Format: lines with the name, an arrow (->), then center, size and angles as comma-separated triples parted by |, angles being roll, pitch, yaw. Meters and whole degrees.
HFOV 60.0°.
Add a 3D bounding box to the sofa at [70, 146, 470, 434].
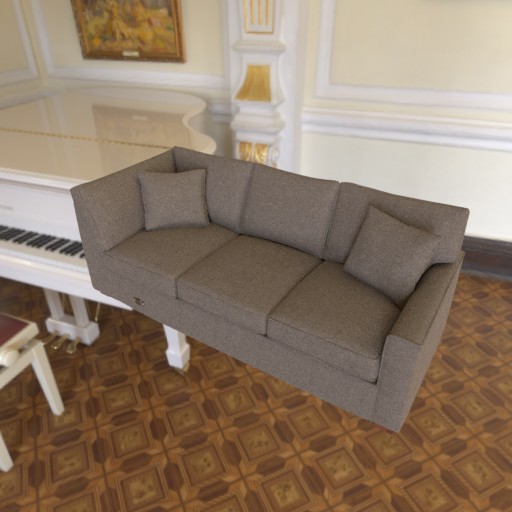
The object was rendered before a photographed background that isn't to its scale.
sofa -> 0.000, 0.000, 2.868 | 2.317, 0.962, 1.061 | 18, 35, 28
